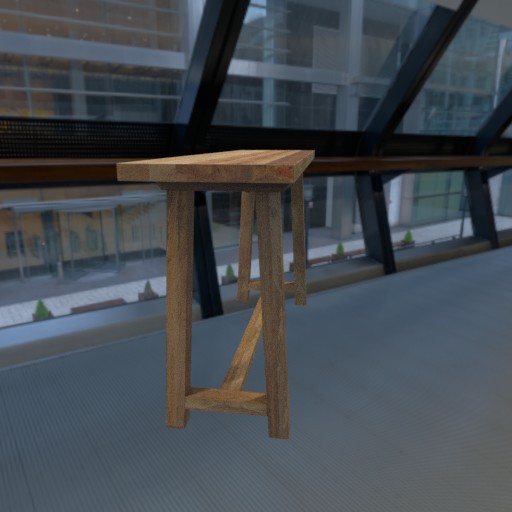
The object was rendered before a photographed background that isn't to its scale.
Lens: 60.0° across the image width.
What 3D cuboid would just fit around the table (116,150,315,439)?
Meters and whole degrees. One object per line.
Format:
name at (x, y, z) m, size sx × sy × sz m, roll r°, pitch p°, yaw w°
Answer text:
table at (0.000, 0.000, 1.808) m, size 0.405 × 0.810 × 1.524 m, roll 2°, pitch 15°, yaw 9°
